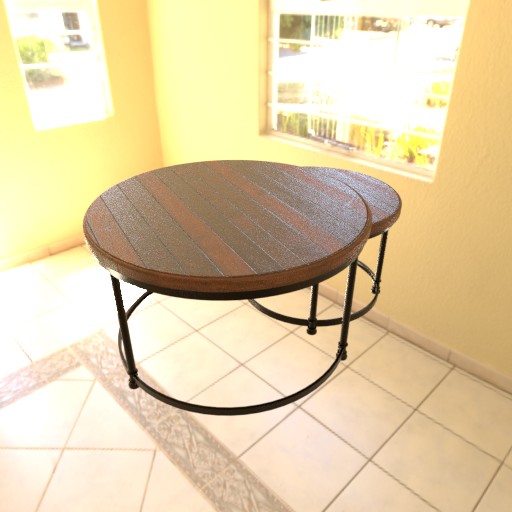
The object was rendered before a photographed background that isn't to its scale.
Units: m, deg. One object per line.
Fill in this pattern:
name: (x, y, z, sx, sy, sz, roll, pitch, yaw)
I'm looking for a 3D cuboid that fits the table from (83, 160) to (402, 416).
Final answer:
table: (0.000, 0.000, 1.608, 0.870, 0.516, 1.152, 20, 36, 31)
